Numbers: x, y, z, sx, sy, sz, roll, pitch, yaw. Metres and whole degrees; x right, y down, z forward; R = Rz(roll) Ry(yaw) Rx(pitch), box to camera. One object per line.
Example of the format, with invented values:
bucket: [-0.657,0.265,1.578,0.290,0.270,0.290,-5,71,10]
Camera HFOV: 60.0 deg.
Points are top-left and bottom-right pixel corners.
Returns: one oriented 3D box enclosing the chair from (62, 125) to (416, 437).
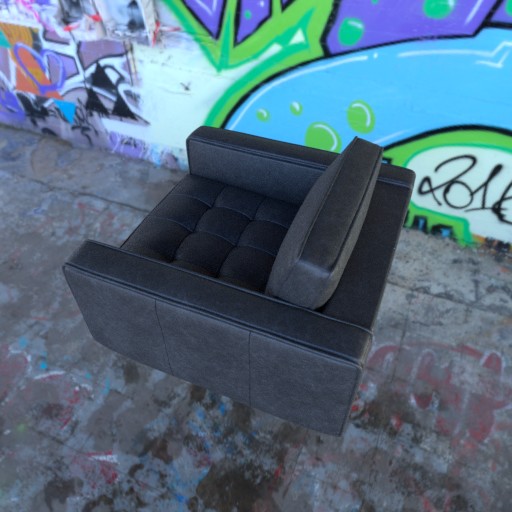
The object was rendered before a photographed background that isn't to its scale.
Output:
chair: [0.000,0.000,1.583,0.914,0.763,0.889,16,48,16]
